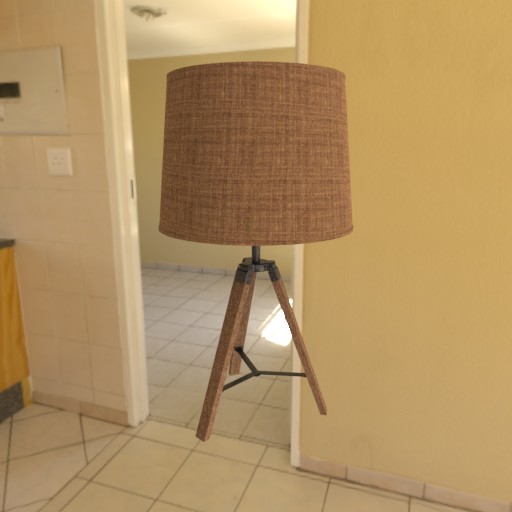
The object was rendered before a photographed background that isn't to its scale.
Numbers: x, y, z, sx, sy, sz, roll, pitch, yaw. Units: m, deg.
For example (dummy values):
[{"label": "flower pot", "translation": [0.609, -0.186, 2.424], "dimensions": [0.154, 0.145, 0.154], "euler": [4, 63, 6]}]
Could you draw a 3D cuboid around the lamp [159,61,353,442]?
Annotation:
[{"label": "lamp", "translation": [0.000, 0.000, 0.684], "dimensions": [0.290, 0.514, 0.290], "euler": [0, 13, 0]}]
